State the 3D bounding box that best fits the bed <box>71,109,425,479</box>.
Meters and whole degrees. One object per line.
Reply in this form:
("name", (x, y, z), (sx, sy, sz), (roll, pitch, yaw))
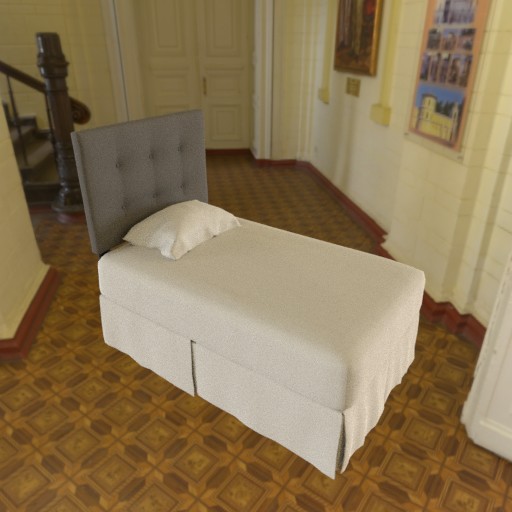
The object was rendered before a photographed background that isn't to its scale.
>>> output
("bed", (0.000, 0.000, 2.926), (1.997, 1.571, 1.261), (18, 32, 31))
